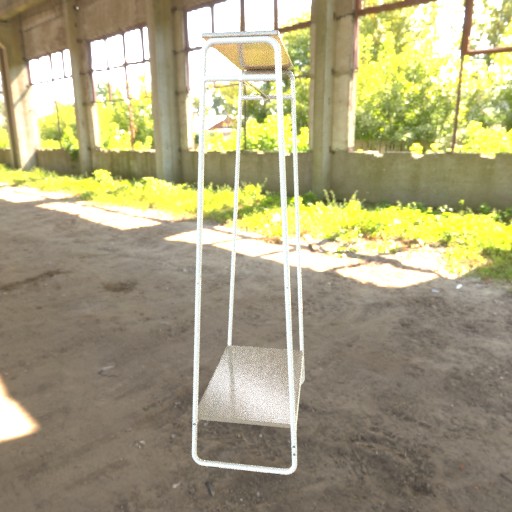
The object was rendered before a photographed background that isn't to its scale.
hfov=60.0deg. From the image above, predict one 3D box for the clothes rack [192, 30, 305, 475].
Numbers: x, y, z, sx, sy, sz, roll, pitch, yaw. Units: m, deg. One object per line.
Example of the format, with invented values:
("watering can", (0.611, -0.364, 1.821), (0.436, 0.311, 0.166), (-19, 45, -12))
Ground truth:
("clothes rack", (0.000, 0.000, 1.781), (0.400, 1.512, 0.640), (2, 15, 8))
